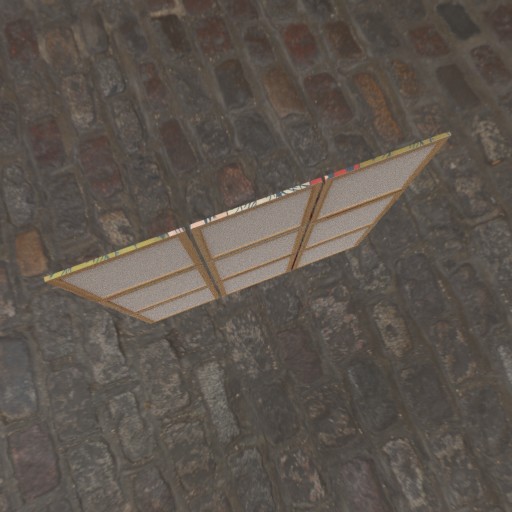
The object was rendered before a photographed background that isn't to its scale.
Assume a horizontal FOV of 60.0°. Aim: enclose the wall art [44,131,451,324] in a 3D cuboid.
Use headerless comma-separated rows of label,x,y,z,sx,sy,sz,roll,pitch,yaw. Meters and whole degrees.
wall art,0.000,0.000,1.822,1.206,1.218,0.013,-20,77,-5
